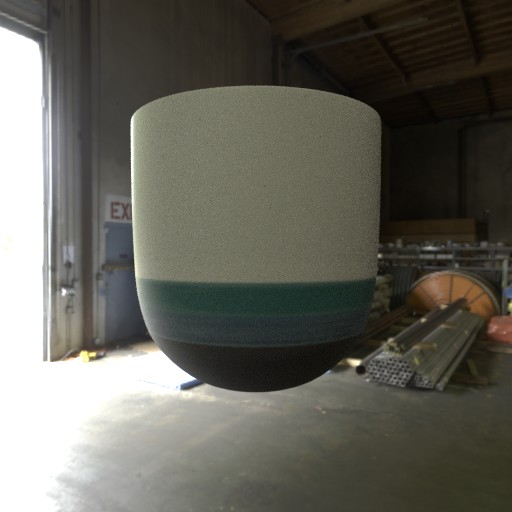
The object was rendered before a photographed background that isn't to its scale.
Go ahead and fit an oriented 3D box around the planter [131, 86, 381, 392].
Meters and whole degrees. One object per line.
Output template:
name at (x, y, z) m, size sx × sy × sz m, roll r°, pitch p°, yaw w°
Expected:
planter at (0.000, 0.000, 0.376) m, size 0.204 × 0.214 × 0.204 m, roll 0°, pitch 1°, yaw 0°
